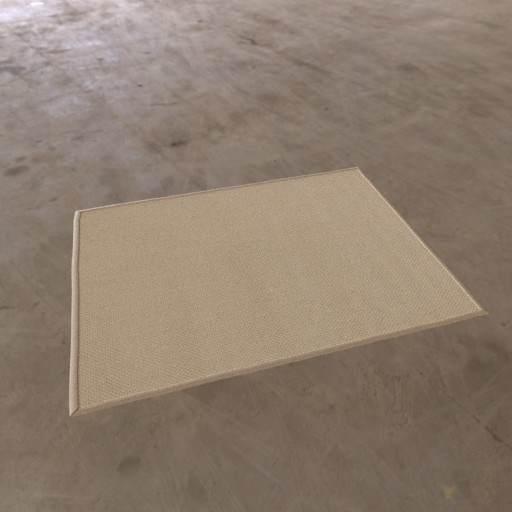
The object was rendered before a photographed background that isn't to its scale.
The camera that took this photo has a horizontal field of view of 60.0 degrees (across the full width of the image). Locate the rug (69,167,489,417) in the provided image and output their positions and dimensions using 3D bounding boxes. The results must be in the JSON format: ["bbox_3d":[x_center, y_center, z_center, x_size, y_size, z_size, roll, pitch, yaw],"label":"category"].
[{"bbox_3d":[0.000,0.000,2.610,2.081,0.020,1.525,-11,43,-12],"label":"rug"}]
